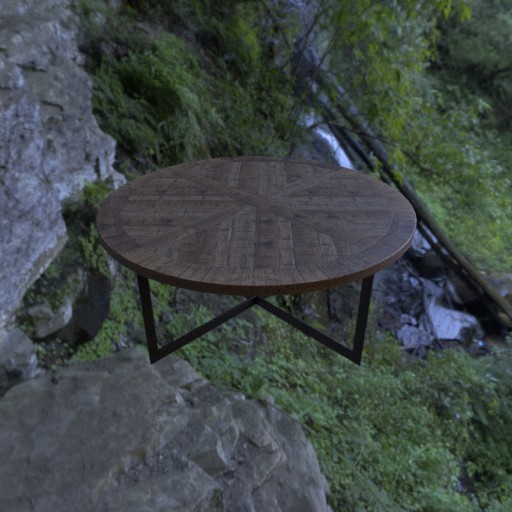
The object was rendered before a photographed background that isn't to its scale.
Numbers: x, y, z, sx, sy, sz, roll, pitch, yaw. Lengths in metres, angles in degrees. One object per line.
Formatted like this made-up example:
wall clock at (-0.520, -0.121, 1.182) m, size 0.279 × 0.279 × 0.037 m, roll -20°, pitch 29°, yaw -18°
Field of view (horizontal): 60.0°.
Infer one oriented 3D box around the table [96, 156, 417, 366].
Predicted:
table at (0.000, 0.000, 1.955) m, size 1.264 × 0.516 × 1.264 m, roll 0°, pitch 30°, yaw 0°
